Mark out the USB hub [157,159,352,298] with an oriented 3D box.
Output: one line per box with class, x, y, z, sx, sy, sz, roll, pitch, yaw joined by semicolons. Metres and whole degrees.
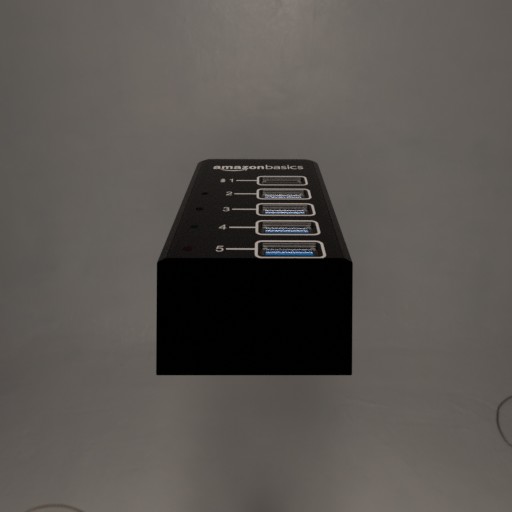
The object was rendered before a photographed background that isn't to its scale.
USB hub;0.000;0.000;0.124;0.044;0.023;0.110;0;29;1
